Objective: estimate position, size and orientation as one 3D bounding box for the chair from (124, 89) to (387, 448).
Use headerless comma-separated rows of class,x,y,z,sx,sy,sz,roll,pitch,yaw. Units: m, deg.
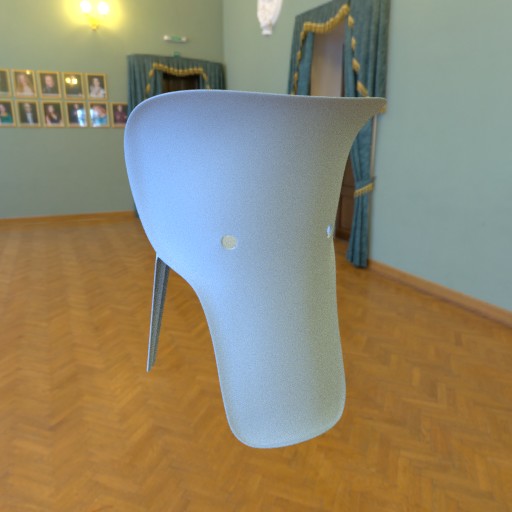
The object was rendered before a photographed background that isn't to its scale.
chair,0.000,0.000,0.840,0.451,0.554,0.402,-7,17,-25
